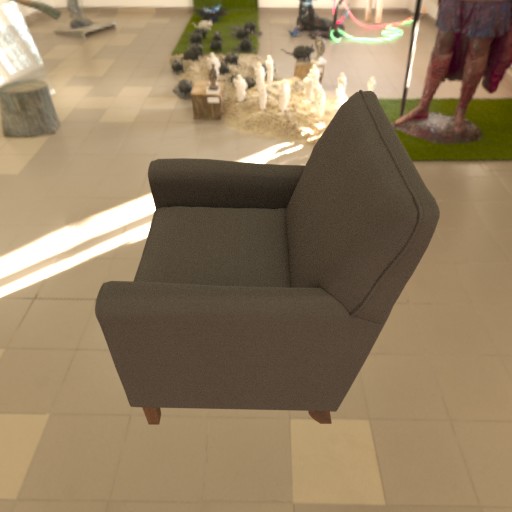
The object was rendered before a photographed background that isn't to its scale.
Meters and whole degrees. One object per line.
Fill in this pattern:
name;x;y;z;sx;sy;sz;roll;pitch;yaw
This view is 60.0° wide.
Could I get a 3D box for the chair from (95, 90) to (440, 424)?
chair;0.000;0.000;1.553;0.831;0.911;0.836;0;40;0
